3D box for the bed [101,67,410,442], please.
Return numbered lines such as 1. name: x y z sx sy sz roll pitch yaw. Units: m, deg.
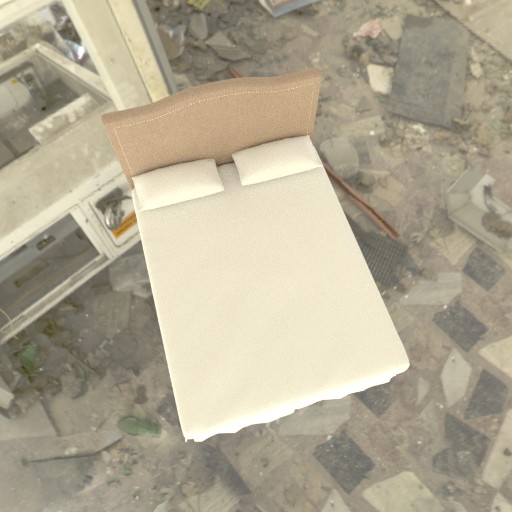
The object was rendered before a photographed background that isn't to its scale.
1. bed: 0.000 0.000 3.452 1.821 1.436 2.282 -15 66 -7
